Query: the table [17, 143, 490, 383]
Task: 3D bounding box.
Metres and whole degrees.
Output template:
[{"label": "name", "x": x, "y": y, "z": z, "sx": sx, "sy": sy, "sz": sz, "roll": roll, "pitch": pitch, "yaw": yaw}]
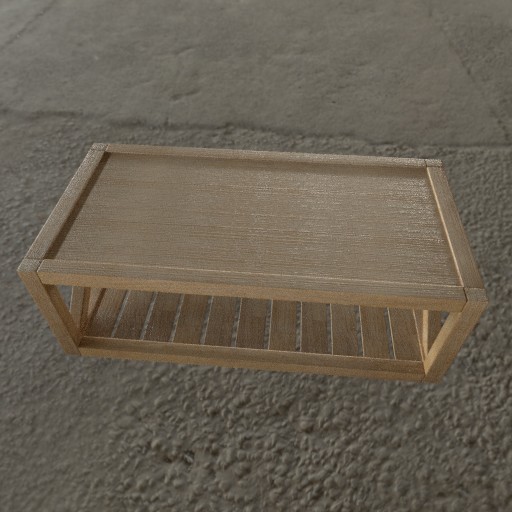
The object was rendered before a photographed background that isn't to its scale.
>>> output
[{"label": "table", "x": 0.000, "y": 0.000, "z": 1.609, "sx": 1.321, "sy": 0.457, "sz": 0.660, "roll": 4, "pitch": 47, "yaw": 3}]
